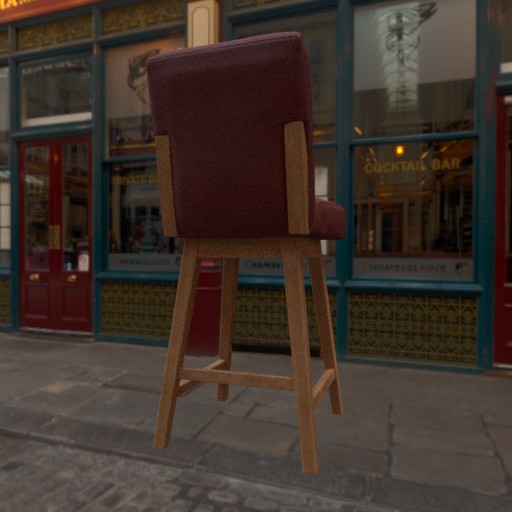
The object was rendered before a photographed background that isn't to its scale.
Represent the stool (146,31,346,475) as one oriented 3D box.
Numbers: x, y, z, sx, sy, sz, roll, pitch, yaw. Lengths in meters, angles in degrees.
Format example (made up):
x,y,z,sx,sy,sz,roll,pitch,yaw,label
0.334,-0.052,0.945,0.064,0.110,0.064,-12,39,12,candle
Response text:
x,y,z,sx,sy,sz,roll,pitch,yaw,label
0.000,0.000,1.314,0.468,1.038,0.562,0,0,19,stool
